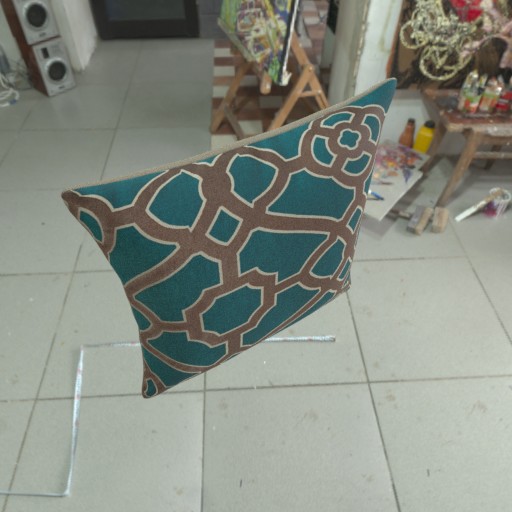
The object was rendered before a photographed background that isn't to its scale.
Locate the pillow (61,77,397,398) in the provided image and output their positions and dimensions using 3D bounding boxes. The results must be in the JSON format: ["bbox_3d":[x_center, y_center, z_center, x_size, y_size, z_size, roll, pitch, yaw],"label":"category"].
[{"bbox_3d":[0.000,0.000,0.778,0.526,0.507,0.166,-25,52,-21],"label":"pillow"}]
